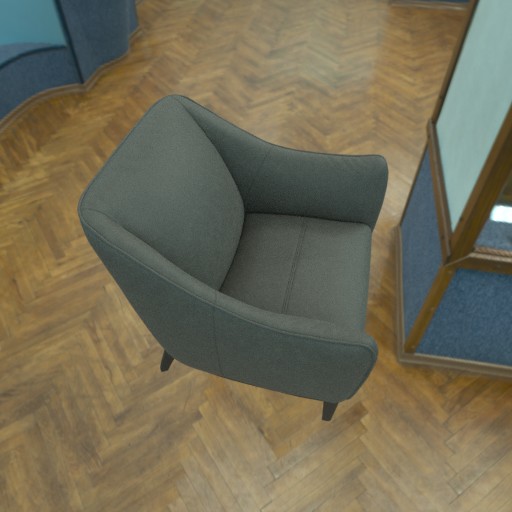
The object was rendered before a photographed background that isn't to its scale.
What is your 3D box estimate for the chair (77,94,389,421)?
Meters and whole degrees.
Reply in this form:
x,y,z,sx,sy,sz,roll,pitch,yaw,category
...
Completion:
x,y,z,sx,sy,sz,roll,pitch,yaw,category
0.000,0.000,1.583,0.852,0.830,0.871,10,48,9,chair
